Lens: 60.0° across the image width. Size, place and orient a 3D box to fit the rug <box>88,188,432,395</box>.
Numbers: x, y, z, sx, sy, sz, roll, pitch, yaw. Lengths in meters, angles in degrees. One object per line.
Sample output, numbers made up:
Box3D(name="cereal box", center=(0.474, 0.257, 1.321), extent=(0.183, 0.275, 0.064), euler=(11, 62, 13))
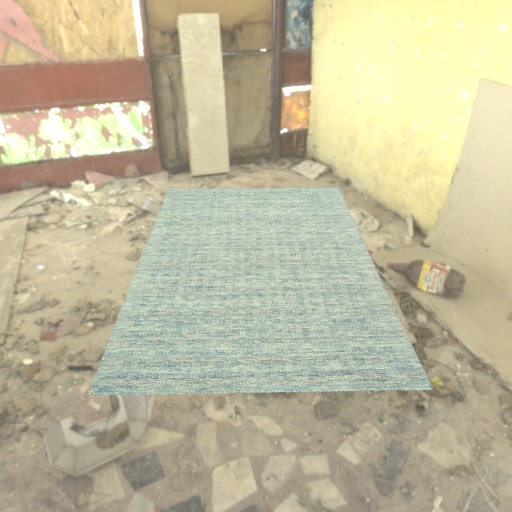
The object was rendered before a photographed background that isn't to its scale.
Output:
Box3D(name="rug", center=(0.000, 0.000, 2.221), extent=(1.142, 0.006, 1.752), euler=(-1, 31, -1))
